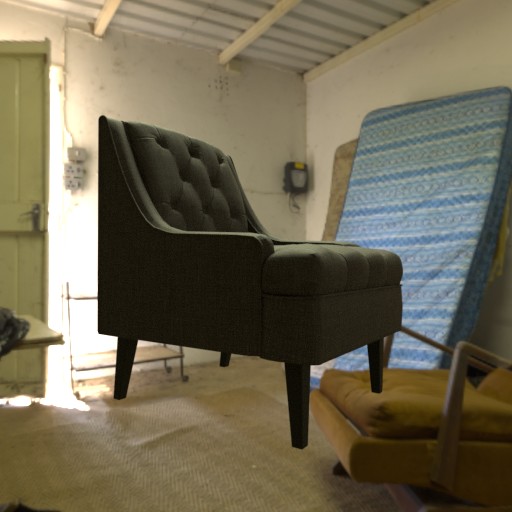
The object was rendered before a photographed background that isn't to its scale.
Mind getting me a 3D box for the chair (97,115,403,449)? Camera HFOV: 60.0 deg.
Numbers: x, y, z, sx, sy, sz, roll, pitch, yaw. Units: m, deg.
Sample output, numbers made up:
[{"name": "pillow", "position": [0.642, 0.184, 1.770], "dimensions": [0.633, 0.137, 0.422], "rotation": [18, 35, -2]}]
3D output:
[{"name": "chair", "position": [0.000, 0.000, 1.416], "dimensions": [0.771, 0.891, 0.655], "rotation": [-1, -1, 34]}]
